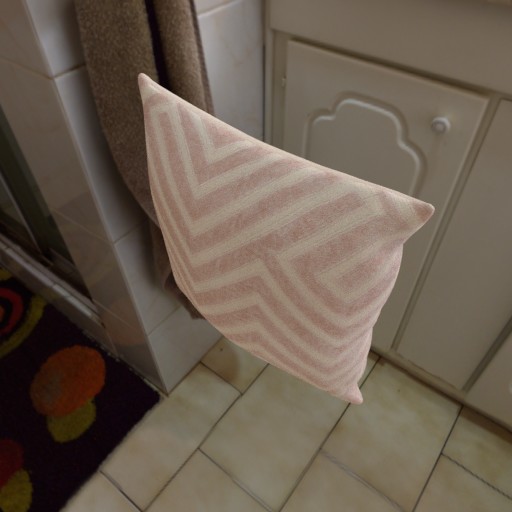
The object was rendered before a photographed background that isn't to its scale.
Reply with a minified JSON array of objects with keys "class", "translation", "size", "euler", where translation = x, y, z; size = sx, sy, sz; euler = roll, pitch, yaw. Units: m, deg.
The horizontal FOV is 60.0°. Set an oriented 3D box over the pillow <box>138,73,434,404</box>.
[{"class":"pillow","translation":[0.000,0.000,0.668],"size":[0.440,0.441,0.182],"euler":[31,54,26]}]
